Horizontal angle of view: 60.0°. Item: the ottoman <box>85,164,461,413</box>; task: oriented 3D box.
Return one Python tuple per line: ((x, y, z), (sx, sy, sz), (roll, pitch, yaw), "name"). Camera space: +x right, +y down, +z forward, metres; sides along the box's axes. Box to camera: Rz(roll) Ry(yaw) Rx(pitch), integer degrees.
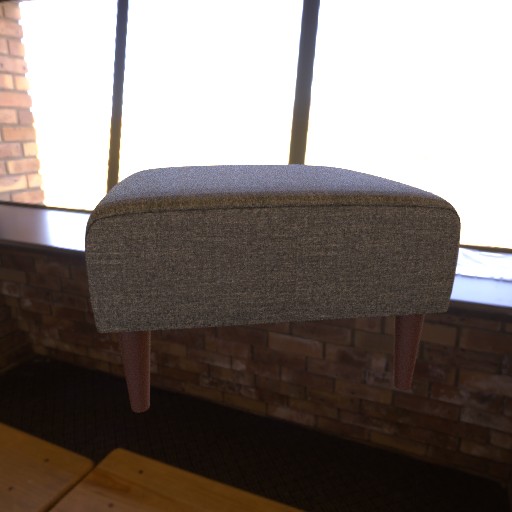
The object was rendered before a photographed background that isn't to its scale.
((0.000, 0.000, 1.052), (0.648, 0.399, 0.655), (-2, 16, -8), "ottoman")
